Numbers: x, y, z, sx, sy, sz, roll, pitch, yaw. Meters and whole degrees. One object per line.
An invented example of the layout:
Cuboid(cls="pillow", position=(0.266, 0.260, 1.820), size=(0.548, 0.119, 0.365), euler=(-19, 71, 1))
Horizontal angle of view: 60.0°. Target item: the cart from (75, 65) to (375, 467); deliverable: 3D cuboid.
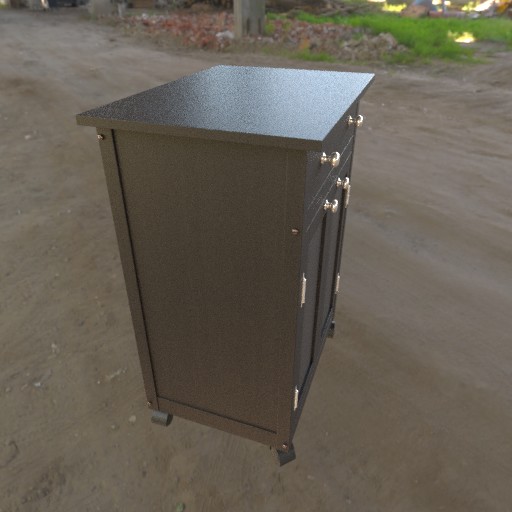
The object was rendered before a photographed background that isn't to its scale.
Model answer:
Cuboid(cls="cart", position=(0.000, 0.000, 1.228), size=(0.456, 0.879, 0.660), euler=(11, 33, 17))
